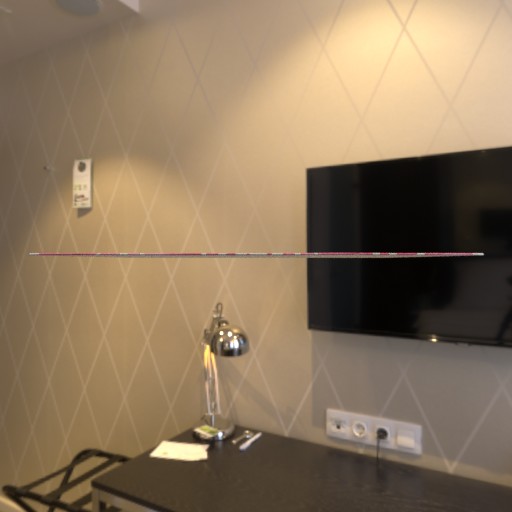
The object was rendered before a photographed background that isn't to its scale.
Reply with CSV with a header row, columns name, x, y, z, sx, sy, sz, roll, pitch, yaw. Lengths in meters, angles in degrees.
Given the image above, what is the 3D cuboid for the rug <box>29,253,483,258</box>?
name,x,y,z,sx,sy,sz,roll,pitch,yaw
rug,0.000,0.000,4.185,3.095,0.016,2.441,0,-1,0
